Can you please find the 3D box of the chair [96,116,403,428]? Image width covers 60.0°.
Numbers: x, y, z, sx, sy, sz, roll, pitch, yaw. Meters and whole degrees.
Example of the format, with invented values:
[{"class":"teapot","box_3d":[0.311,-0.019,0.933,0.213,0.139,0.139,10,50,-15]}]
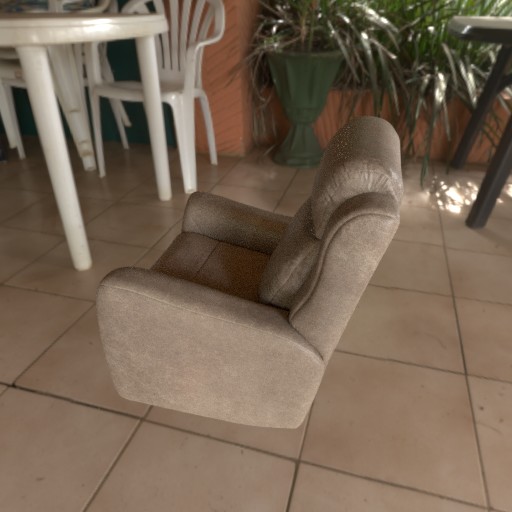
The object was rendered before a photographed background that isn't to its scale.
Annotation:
[{"class":"chair","box_3d":[0.000,0.000,1.914,1.068,1.116,0.967,8,31,13]}]
